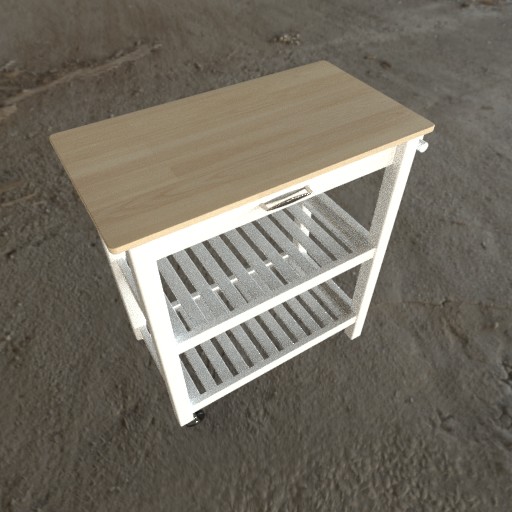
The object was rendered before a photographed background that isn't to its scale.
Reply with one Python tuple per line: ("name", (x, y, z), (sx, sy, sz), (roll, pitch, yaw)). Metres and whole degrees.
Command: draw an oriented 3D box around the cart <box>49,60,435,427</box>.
("cart", (0.000, 0.000, 1.432), (0.899, 0.927, 0.457), (-24, 51, -21))
